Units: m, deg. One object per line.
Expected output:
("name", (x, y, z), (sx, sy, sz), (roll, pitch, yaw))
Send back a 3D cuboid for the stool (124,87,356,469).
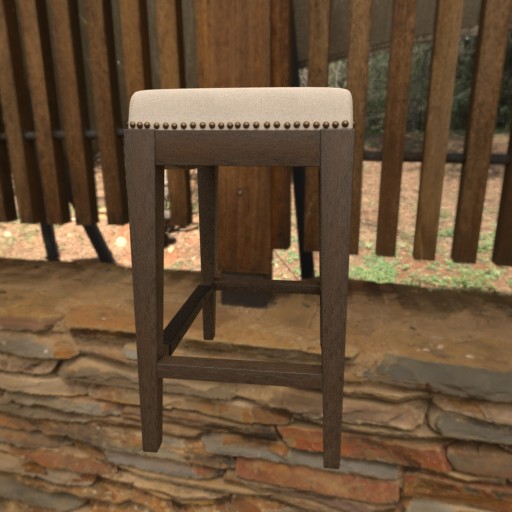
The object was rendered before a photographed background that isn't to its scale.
("stool", (0.000, 0.000, 0.957), (0.361, 0.642, 0.500), (2, 15, 7))
